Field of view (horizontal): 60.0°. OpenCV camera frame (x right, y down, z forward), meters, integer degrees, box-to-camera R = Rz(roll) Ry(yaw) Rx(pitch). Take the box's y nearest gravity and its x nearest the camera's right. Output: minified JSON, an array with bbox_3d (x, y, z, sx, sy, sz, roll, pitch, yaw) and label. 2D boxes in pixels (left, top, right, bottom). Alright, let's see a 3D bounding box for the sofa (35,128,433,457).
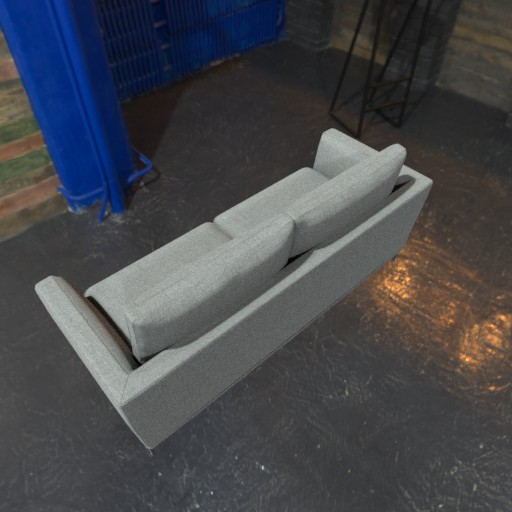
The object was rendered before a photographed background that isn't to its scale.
[{"bbox_3d":[0.000,0.000,2.644,2.212,1.002,0.869,-33,55,-27],"label":"sofa"}]
